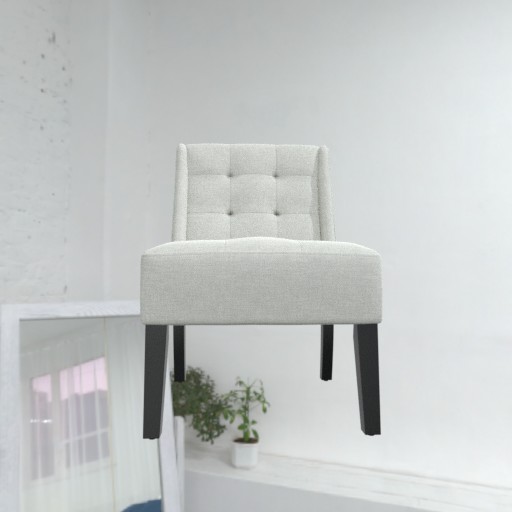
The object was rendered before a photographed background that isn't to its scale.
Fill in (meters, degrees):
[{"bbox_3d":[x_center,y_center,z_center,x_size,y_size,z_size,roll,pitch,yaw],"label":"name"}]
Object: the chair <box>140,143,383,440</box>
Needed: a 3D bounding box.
[{"bbox_3d":[0.000,0.000,1.340,0.569,0.853,0.676,0,-2,-3],"label":"chair"}]
